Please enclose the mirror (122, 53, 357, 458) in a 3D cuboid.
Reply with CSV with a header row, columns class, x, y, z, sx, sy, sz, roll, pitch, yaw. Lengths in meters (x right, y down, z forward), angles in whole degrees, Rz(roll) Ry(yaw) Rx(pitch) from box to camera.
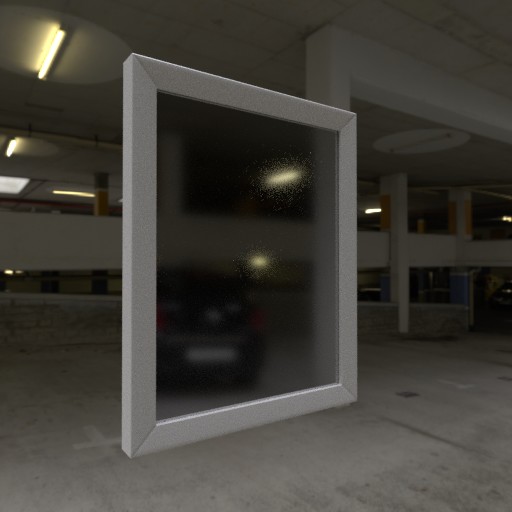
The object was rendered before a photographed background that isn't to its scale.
class,x,y,z,sx,sy,sz,roll,pitch,yaw
mirror,0.000,0.000,0.685,0.405,0.508,0.041,1,-1,-34
